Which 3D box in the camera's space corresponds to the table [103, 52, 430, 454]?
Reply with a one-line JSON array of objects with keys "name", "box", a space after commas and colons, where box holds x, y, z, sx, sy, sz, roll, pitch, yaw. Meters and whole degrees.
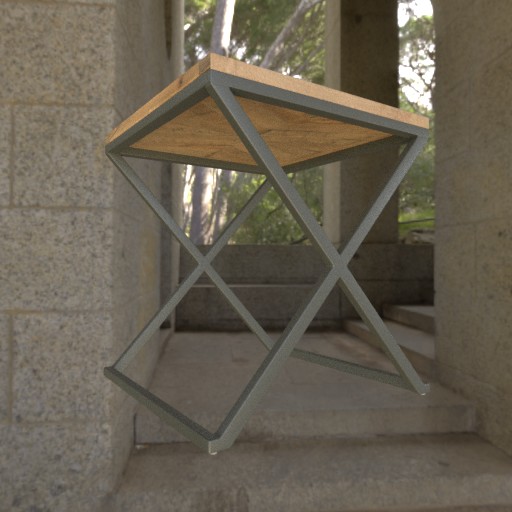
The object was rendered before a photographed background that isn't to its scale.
[{"name": "table", "box": [0.000, 0.000, 0.943, 0.498, 0.550, 0.499, 0, -1, -35]}]
